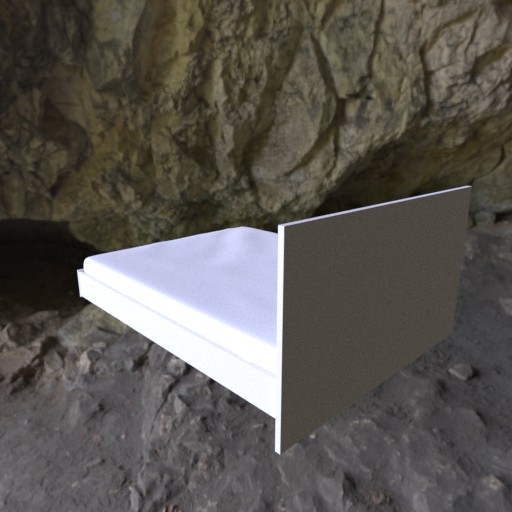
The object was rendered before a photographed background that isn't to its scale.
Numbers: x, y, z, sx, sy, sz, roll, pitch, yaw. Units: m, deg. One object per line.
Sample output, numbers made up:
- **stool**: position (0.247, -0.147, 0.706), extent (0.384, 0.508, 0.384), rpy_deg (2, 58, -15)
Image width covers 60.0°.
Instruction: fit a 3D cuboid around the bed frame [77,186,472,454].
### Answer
- **bed frame**: position (0.000, 0.000, 3.060), extent (1.711, 1.001, 2.100), rpy_deg (-15, 22, -41)
